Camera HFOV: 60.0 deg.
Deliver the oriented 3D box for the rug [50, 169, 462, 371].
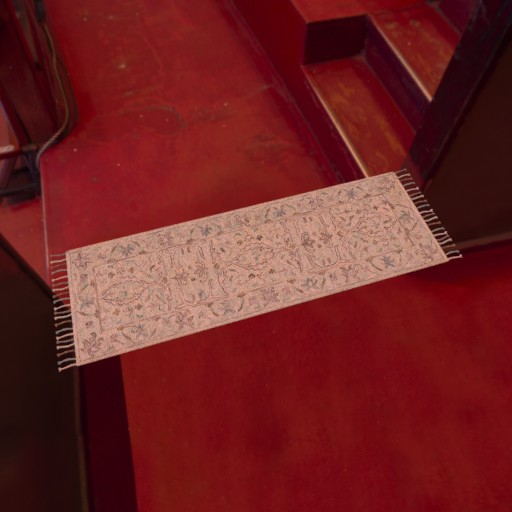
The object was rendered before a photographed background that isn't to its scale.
[{"bbox_3d":[0.000,0.000,2.742,2.440,0.013,0.769,-15,60,-9],"label":"rug"}]
